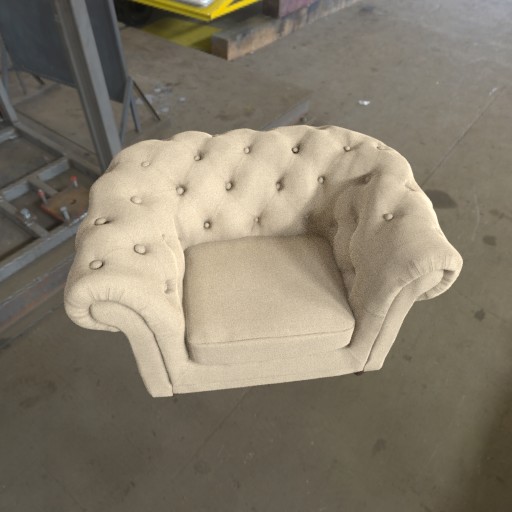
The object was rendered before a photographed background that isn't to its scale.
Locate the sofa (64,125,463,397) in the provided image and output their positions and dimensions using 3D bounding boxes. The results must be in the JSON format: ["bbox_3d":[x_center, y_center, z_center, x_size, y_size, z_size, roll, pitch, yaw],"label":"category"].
[{"bbox_3d":[0.000,0.000,2.049,1.405,0.878,1.034,-5,47,-5],"label":"sofa"}]
